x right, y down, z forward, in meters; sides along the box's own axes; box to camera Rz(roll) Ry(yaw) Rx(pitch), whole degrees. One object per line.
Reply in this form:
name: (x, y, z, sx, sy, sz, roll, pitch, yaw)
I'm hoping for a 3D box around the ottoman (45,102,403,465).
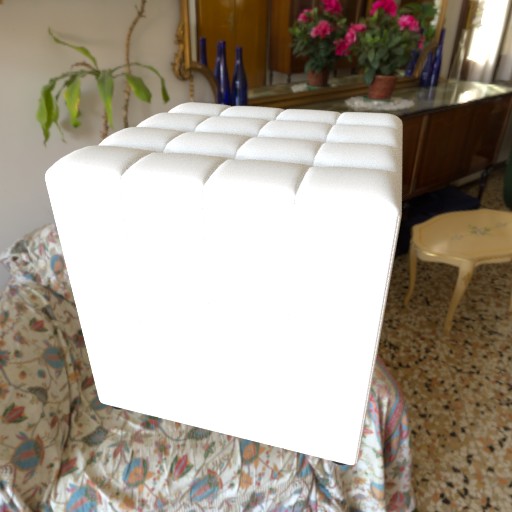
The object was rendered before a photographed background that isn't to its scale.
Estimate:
ottoman: (0.000, 0.000, 0.765, 0.425, 0.432, 0.425, 8, 31, 14)
